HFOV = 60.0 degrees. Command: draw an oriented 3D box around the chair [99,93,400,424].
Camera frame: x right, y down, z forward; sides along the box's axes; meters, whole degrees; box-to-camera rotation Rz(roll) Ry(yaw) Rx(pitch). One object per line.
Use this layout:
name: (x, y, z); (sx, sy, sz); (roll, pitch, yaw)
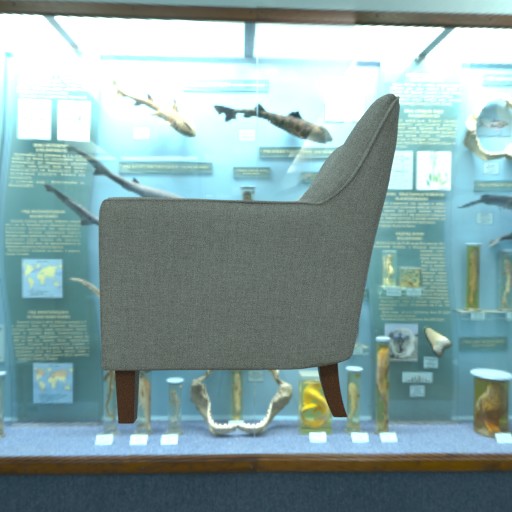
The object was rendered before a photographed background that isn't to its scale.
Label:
chair: (0.000, 0.000, 1.780); (0.993, 1.047, 0.887); (0, 1, 0)
